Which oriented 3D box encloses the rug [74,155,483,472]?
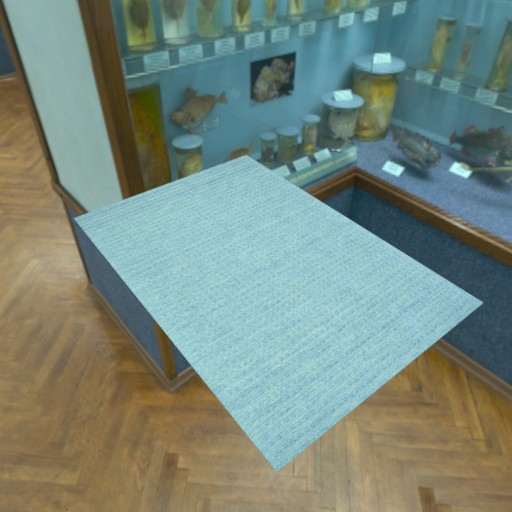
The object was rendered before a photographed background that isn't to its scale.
[{"bbox_3d":[0.000,0.000,3.663,1.982,0.006,2.895,-27,47,-28],"label":"rug"}]
